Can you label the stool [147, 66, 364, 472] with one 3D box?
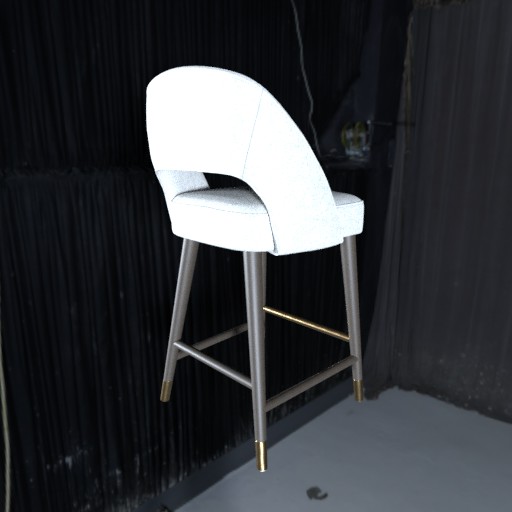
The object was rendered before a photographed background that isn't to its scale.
[{"bbox_3d":[0.000,0.000,1.254,0.509,0.940,0.494,-14,20,-43],"label":"stool"}]
